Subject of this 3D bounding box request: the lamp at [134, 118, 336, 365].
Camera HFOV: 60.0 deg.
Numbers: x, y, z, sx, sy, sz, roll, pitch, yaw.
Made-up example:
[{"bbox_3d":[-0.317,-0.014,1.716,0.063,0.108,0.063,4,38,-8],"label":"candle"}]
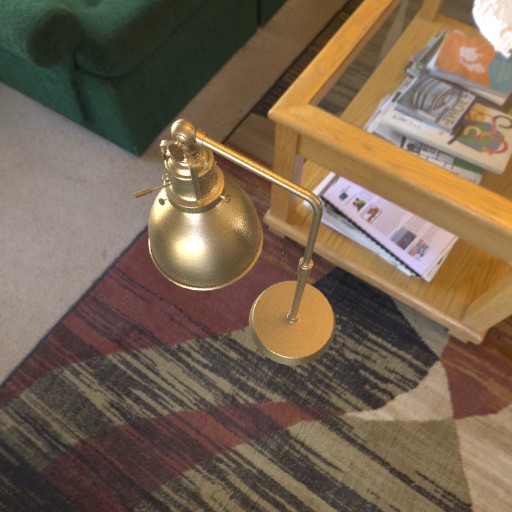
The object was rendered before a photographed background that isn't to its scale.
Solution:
[{"bbox_3d":[0.000,0.000,0.586,0.286,0.456,0.153,15,65,7],"label":"lamp"}]
